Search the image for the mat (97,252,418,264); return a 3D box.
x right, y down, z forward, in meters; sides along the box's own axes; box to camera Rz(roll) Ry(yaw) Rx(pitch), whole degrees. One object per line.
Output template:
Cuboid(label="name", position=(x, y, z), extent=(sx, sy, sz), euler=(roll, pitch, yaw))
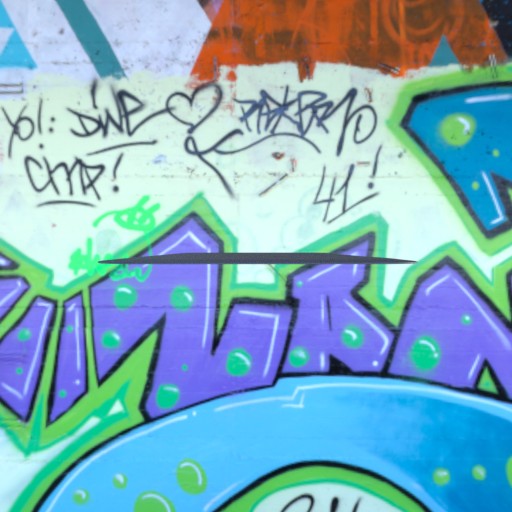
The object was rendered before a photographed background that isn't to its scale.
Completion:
Cuboid(label="mat", position=(0.000, 0.000, 1.908), extent=(0.918, 0.013, 1.524), euler=(0, 1, 0))
